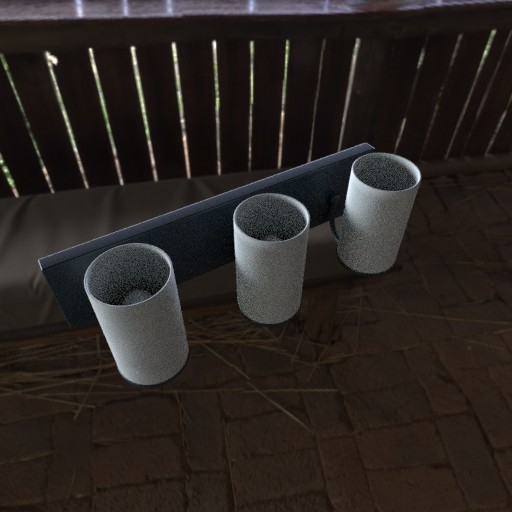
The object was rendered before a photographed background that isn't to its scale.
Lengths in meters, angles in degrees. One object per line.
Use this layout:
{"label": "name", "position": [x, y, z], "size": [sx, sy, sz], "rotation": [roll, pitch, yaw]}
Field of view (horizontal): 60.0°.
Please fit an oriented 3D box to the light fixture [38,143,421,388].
{"label": "light fixture", "position": [0.000, 0.000, 0.541], "size": [0.451, 0.172, 0.145], "rotation": [-23, 50, -21]}
